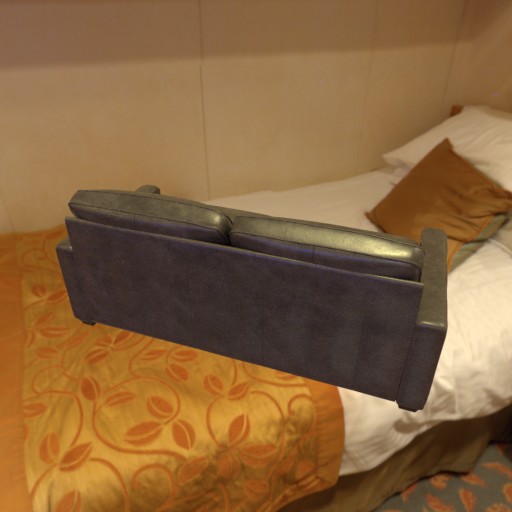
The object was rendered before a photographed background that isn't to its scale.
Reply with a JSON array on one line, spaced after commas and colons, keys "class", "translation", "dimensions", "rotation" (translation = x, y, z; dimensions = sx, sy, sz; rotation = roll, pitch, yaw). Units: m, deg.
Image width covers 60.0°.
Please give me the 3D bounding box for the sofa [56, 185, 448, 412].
[{"class": "sofa", "translation": [0.000, 0.000, 2.589], "dimensions": [2.081, 0.916, 0.939], "rotation": [11, 34, 17]}]
